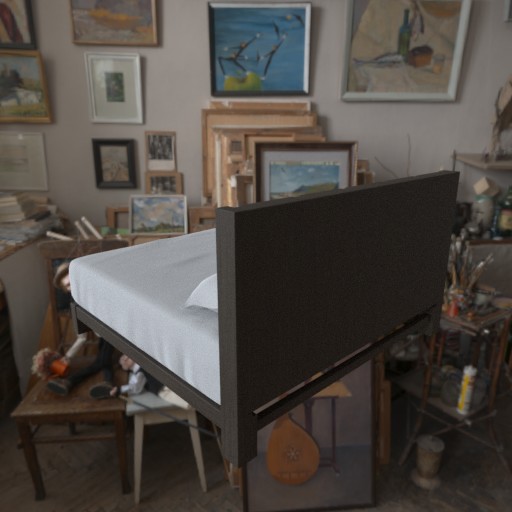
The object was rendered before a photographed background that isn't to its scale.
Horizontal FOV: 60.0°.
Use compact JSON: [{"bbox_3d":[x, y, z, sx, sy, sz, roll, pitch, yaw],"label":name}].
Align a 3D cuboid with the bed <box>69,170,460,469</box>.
[{"bbox_3d":[0.000,0.000,3.368,2.134,1.270,2.012,-16,23,-41],"label":"bed"}]
